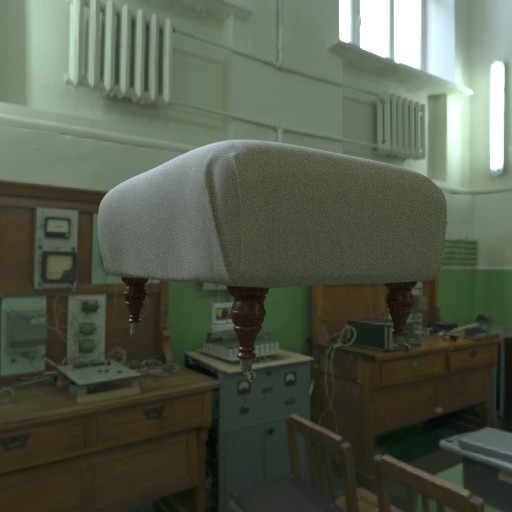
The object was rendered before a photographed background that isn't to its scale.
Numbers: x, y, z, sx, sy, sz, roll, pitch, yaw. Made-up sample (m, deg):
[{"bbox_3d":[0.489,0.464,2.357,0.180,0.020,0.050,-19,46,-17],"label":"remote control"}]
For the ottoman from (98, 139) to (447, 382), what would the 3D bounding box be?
[{"bbox_3d":[0.000,0.000,1.146,0.639,0.450,0.746,1,-1,-35],"label":"ottoman"}]
